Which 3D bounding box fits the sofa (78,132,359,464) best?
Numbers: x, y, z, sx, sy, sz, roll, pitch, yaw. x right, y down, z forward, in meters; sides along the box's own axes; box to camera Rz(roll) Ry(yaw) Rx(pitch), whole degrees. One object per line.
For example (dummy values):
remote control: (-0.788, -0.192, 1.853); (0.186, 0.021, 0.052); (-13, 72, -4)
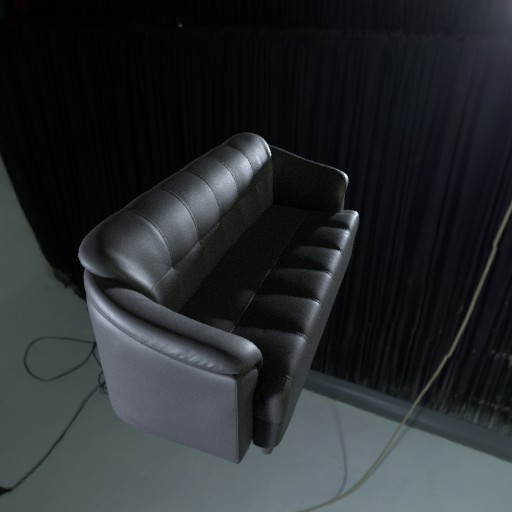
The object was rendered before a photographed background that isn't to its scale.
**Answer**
sofa: (0.000, 0.000, 2.206); (0.800, 0.811, 1.829); (11, 32, 17)
